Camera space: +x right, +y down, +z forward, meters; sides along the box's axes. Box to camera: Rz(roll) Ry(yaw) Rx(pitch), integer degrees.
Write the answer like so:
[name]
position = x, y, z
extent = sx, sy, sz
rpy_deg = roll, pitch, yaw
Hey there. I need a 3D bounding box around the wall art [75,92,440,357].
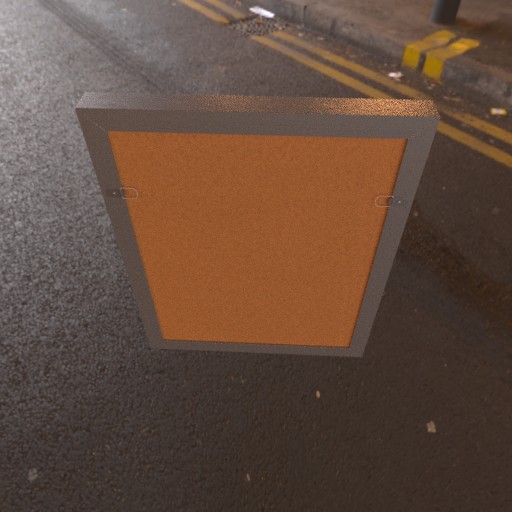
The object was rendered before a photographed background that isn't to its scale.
[wall art]
position = 0.000, 0.000, 0.519
extent = 0.308, 0.379, 0.030
rpy_deg = 2, 46, 2
